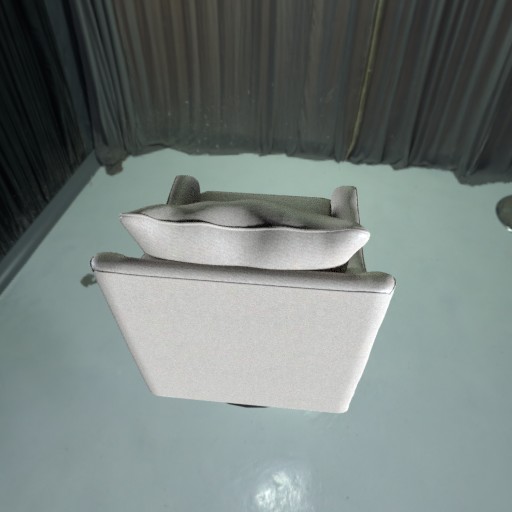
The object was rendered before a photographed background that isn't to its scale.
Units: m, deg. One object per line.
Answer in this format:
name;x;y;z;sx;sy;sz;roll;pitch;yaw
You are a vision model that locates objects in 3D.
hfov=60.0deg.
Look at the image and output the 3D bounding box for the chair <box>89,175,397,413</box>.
chair;0.000;0.000;1.595;0.760;0.942;0.876;4;45;4
